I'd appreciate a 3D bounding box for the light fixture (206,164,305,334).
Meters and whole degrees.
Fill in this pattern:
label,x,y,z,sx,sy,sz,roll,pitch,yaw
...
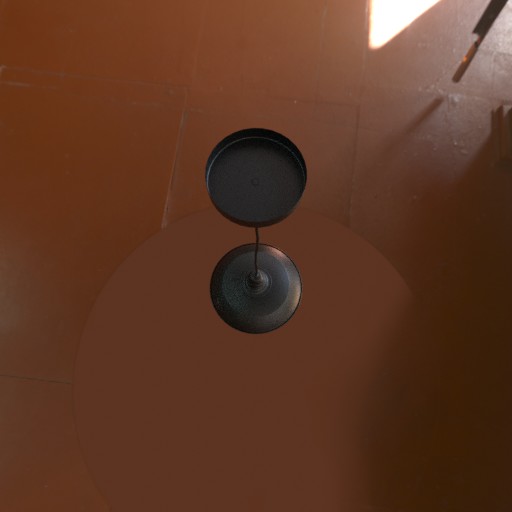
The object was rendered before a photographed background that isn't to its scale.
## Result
label,x,y,z,sx,sy,sz,roll,pitch,yaw
light fixture,0.000,0.000,1.157,0.331,0.993,0.331,40,79,10
